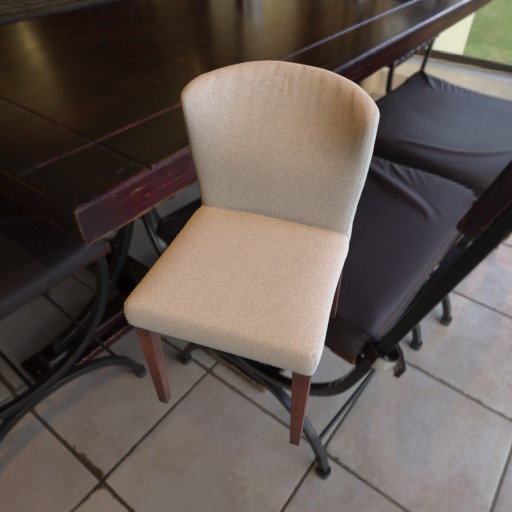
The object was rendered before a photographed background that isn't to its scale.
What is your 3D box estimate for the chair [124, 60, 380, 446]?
[{"bbox_3d":[0.000,0.000,1.198,0.491,0.839,0.592,13,43,14],"label":"chair"}]
